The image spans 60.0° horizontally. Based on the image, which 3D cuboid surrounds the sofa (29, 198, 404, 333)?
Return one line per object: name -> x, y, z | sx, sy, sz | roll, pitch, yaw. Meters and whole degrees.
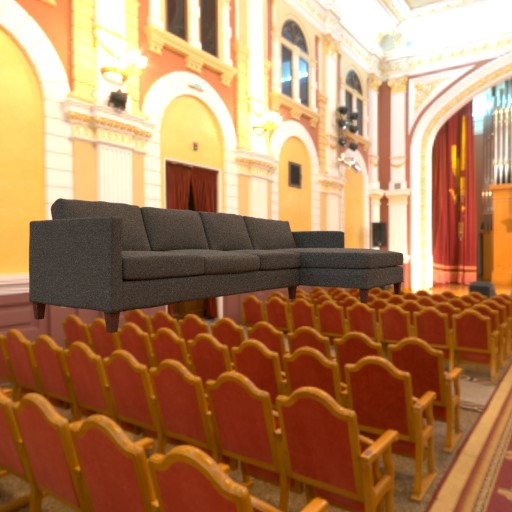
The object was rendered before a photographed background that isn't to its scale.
sofa -> 0.000, 0.000, 3.894 | 1.625, 0.846, 3.186 | 1, 2, 36
